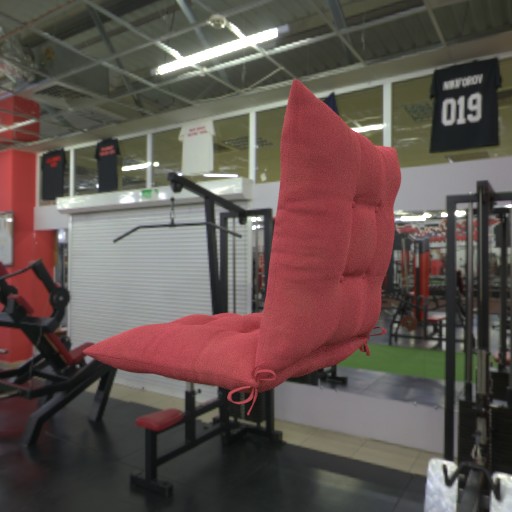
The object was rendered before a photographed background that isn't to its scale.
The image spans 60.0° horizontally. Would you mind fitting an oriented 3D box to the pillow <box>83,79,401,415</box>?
[{"bbox_3d":[0.000,0.000,1.021,0.585,0.536,0.541,0,-1,35],"label":"pillow"}]
